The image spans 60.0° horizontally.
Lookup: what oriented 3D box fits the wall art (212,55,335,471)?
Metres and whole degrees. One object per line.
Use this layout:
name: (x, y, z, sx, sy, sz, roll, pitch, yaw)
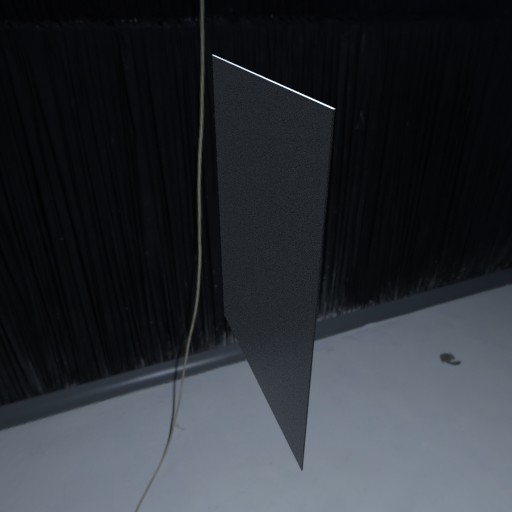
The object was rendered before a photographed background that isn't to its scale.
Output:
wall art: (0.000, 0.000, 0.794, 0.003, 0.609, 0.457, -11, 33, -17)
